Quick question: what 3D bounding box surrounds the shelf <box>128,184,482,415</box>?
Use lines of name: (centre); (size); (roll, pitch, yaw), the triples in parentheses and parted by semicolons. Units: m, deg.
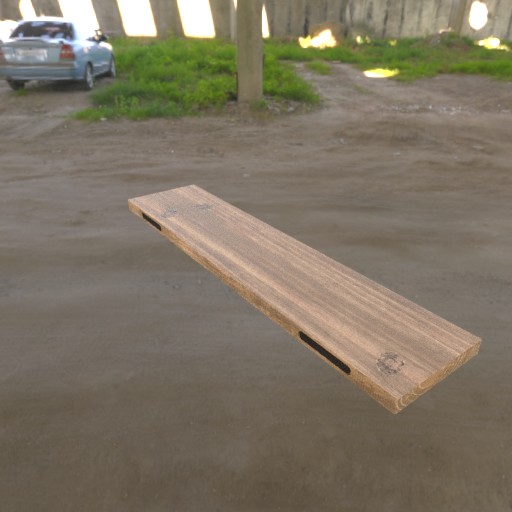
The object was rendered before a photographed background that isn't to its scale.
shelf: (0.000, 0.000, 0.650); (0.140, 0.020, 0.610); (-19, 34, -32)
